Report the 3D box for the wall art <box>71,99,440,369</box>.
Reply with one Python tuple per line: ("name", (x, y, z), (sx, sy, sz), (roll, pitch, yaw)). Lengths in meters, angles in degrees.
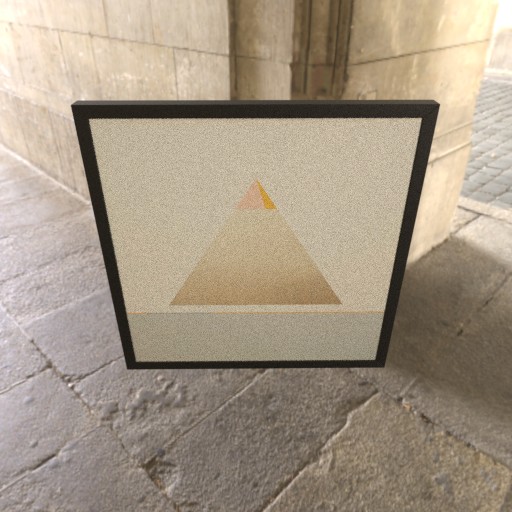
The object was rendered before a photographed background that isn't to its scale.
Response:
("wall art", (0.000, 0.000, 1.141), (0.769, 0.766, 0.042), (0, 32, 0))
